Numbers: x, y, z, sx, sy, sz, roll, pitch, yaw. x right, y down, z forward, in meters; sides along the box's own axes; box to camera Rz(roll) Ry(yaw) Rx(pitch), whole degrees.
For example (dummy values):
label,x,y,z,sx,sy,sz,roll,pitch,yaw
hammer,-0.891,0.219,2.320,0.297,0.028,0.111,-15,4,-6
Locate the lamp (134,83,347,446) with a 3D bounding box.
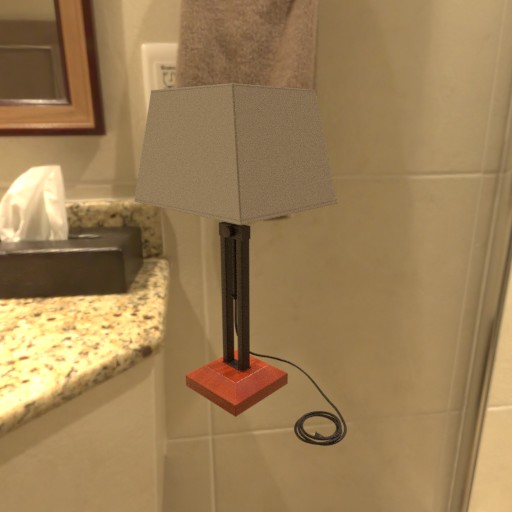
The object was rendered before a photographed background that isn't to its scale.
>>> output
label,x,y,z,sx,sy,sz,roll,pitch,yaw
lamp,0.000,0.000,1.012,0.498,0.737,0.310,16,23,42
